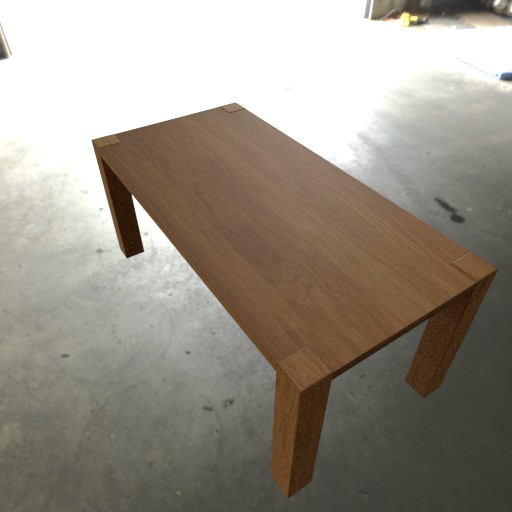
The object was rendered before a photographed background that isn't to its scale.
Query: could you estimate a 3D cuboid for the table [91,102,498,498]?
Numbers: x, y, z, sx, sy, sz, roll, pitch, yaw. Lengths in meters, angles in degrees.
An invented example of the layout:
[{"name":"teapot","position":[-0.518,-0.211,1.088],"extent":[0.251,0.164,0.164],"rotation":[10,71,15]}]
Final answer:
[{"name":"table","position":[0.000,0.000,2.220],"extent":[0.900,0.760,1.800],"rotation":[-24,47,-25]}]
